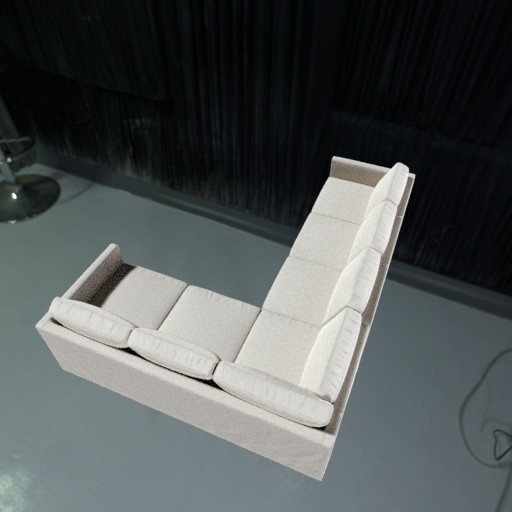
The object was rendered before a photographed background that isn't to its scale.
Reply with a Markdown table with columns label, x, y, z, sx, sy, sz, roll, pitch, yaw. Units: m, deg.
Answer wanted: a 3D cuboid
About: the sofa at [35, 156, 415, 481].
| label | x | y | z | sx | sy | sz | roll | pitch | yaw |
| --- | --- | --- | --- | --- | --- | --- | --- | --- | --- |
| sofa | 0.000 | 0.000 | 4.317 | 2.432 | 0.871 | 3.182 | 17 | 49 | 16 |
